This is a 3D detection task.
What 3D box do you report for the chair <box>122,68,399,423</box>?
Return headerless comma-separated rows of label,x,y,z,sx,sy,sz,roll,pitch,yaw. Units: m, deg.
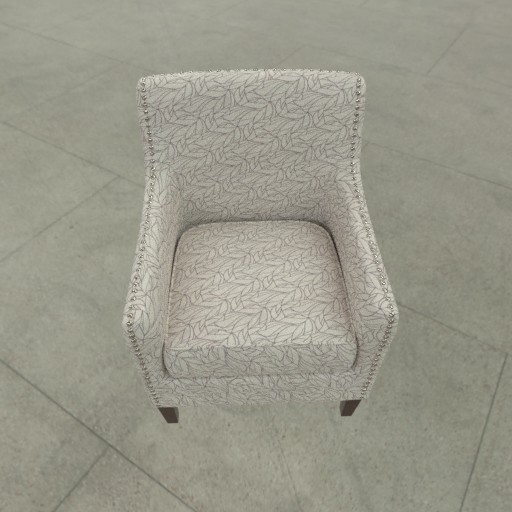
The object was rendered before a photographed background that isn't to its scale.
chair,0.000,0.000,1.274,0.623,0.816,0.651,-2,47,-2
